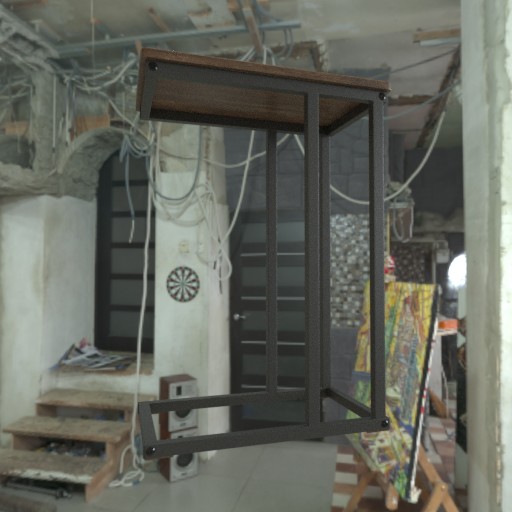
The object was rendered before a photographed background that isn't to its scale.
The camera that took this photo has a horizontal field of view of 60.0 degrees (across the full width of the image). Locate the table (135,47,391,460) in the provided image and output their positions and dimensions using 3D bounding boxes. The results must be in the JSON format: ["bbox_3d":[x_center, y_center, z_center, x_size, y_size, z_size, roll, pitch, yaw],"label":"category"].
[{"bbox_3d":[0.000,0.000,0.863,0.450,0.637,0.254,0,-2,-17],"label":"table"}]
